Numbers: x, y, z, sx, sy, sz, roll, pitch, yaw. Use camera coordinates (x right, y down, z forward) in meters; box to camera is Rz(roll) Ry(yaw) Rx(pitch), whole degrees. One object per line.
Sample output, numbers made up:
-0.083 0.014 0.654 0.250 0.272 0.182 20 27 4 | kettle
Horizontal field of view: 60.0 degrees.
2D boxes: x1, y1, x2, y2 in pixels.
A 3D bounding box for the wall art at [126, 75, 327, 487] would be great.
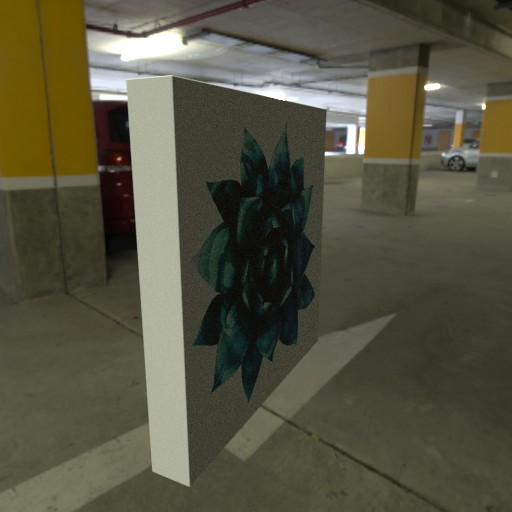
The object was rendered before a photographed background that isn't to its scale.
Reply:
0.000 0.000 0.453 0.038 0.305 0.305 7 16 26 | wall art
